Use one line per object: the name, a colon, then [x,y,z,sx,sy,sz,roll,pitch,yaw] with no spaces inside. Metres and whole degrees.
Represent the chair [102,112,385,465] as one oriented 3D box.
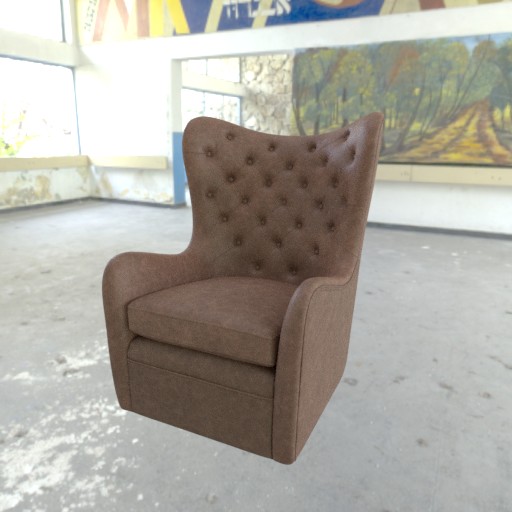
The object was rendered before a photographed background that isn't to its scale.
chair: [0.000,0.000,1.735,0.831,1.079,0.930,7,17,25]
